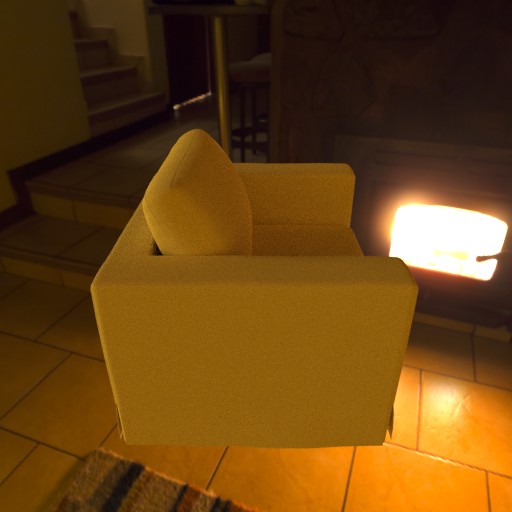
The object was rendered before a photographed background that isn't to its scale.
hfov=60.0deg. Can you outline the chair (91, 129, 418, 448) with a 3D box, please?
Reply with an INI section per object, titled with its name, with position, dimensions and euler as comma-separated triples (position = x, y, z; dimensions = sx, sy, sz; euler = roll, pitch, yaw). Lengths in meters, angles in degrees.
[chair]
position = 0.000, 0.000, 1.816
dimensions = 0.957, 0.878, 1.150
euler = 0, 29, 0
